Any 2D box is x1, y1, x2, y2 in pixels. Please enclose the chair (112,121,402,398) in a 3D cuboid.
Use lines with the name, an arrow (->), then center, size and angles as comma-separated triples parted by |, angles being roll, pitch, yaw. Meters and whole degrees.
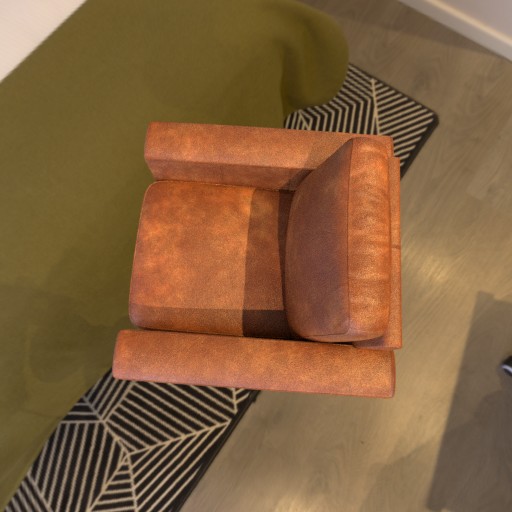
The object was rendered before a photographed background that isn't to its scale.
chair -> 0.000, 0.000, 1.756 | 1.016, 0.873, 1.005 | 4, 75, 1
